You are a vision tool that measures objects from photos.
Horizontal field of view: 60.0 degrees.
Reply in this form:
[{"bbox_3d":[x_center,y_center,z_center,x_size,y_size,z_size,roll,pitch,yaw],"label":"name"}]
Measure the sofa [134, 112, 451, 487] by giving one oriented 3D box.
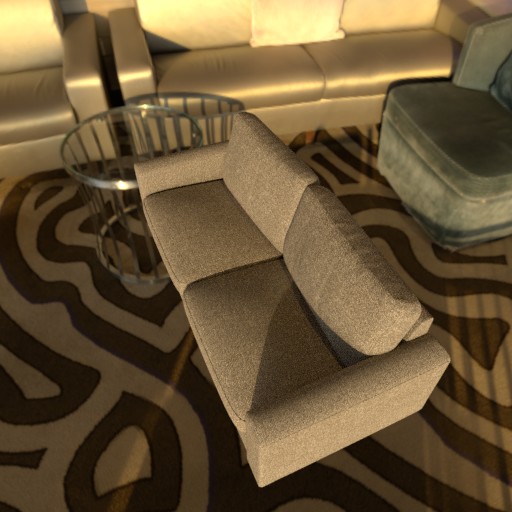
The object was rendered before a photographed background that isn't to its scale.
[{"bbox_3d":[0.000,0.000,2.679,1.016,0.873,2.179,-18,49,-16],"label":"sofa"}]
